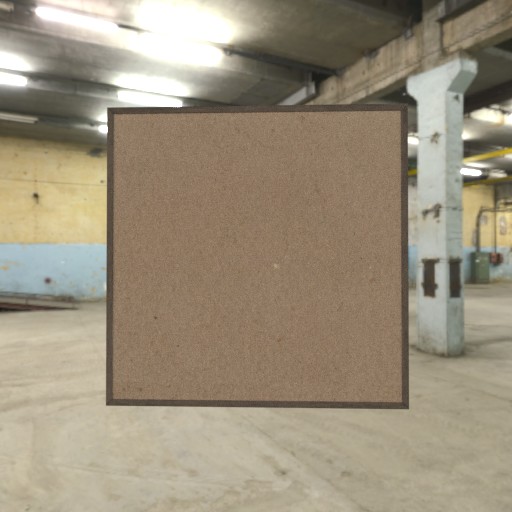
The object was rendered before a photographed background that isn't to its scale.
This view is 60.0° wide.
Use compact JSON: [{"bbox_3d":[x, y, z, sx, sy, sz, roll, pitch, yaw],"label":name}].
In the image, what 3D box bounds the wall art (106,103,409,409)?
[{"bbox_3d":[0.000,0.000,0.764,0.508,0.508,0.038,0,-1,2],"label":"wall art"}]
